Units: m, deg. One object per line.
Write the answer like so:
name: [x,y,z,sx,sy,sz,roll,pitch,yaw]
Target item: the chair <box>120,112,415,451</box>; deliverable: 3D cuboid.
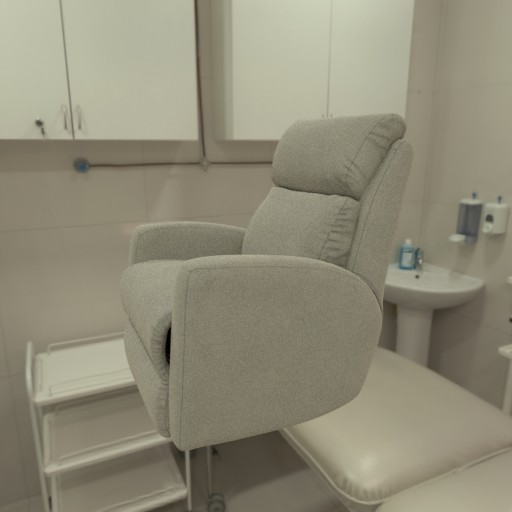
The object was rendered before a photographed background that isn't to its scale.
chair: [0.000,0.000,1.664,0.940,1.021,0.794,-7,16,-25]
